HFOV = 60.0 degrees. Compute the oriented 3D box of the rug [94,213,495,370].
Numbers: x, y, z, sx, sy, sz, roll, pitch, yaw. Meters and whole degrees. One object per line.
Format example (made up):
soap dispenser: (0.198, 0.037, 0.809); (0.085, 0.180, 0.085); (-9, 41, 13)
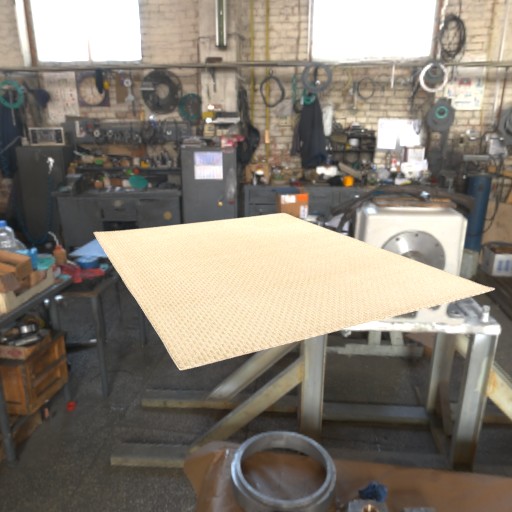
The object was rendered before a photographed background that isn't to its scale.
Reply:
rug: (0.000, 0.000, 3.822); (2.277, 0.035, 2.897); (-9, 19, -26)
